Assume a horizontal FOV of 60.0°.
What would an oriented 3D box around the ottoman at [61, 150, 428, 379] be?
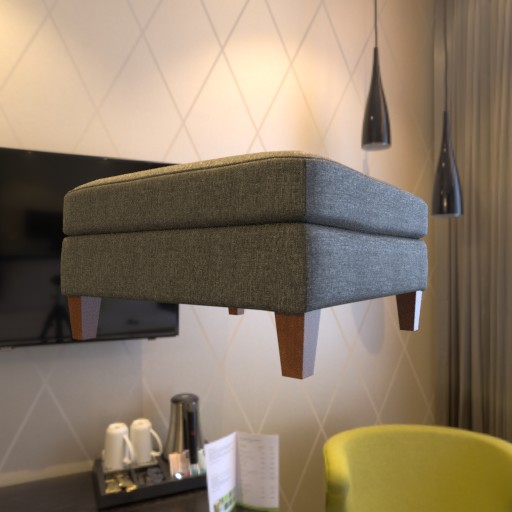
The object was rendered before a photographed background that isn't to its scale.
[{"bbox_3d":[0.000,0.000,1.377,0.838,0.481,0.838,-1,-1,36],"label":"ottoman"}]
